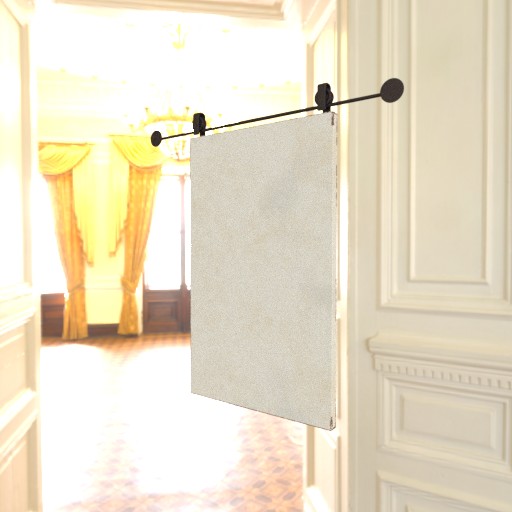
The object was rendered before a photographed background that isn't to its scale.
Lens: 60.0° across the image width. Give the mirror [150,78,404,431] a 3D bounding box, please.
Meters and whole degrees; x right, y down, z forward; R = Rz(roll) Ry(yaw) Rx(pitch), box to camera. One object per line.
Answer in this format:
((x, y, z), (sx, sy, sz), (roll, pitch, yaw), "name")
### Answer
((0.000, 0.000, 1.212), (0.808, 0.844, 0.037), (1, 2, 36), "mirror")
